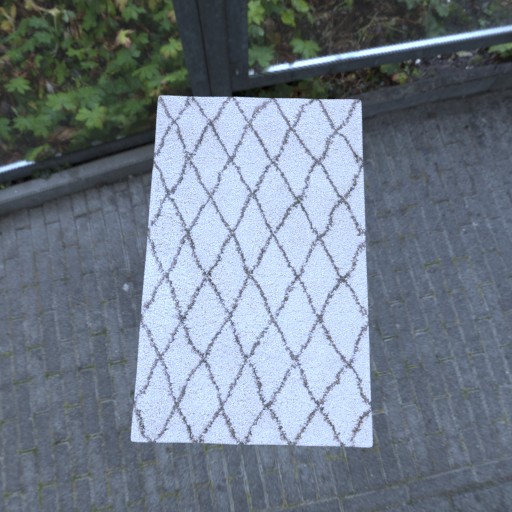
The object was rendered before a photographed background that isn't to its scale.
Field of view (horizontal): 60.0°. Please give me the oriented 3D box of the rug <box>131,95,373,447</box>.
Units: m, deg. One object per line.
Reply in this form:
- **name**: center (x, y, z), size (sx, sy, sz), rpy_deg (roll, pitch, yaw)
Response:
- **rug**: center (0.000, 0.000, 3.061), size (1.524, 0.030, 2.438), rpy_deg (1, 77, 0)
